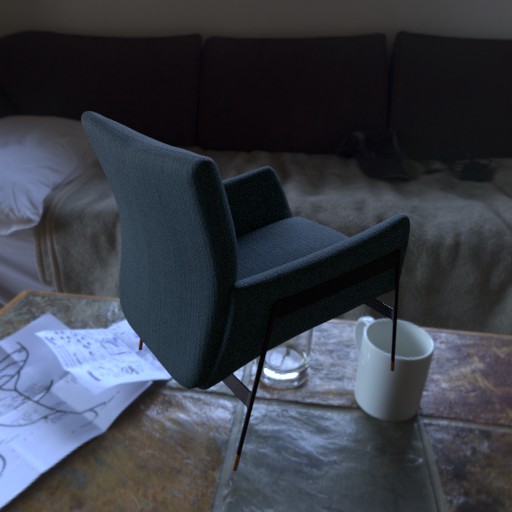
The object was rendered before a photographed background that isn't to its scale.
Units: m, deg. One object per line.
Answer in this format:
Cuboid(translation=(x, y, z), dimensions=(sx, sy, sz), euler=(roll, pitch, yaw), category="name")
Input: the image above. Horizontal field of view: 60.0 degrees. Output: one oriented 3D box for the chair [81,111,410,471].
Cuboid(translation=(0.000, 0.000, 1.392), dimensions=(0.769, 0.859, 0.678), euler=(-18, 32, -32), category="chair")
